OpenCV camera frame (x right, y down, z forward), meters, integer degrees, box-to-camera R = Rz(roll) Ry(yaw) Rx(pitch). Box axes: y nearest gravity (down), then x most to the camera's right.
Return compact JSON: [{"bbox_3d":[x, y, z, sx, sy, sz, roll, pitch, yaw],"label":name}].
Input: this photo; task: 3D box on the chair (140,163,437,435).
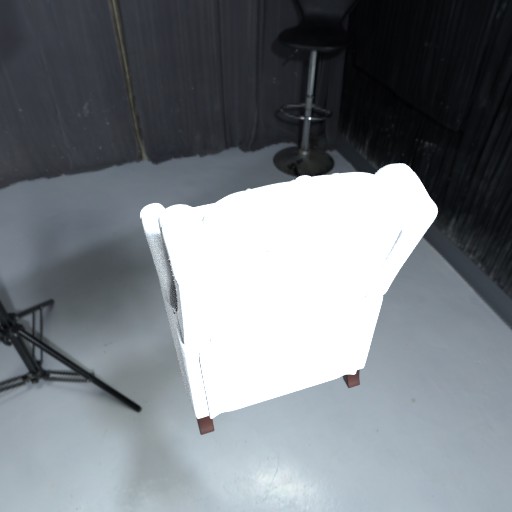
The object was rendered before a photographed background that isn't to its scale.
[{"bbox_3d":[0.000,0.000,1.628,0.742,1.035,0.902,-13,44,-14],"label":"chair"}]
